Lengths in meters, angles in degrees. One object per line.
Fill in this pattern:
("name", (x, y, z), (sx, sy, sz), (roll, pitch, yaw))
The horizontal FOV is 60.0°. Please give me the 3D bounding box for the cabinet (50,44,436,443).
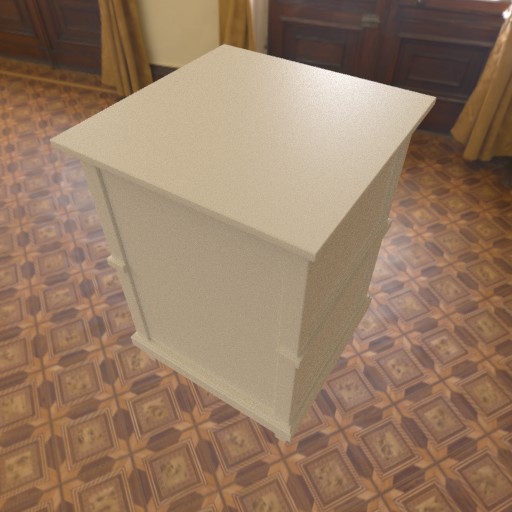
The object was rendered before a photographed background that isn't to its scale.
("cabinet", (0.000, 0.000, 1.141), (0.544, 0.775, 0.547), (25, 50, 22))
